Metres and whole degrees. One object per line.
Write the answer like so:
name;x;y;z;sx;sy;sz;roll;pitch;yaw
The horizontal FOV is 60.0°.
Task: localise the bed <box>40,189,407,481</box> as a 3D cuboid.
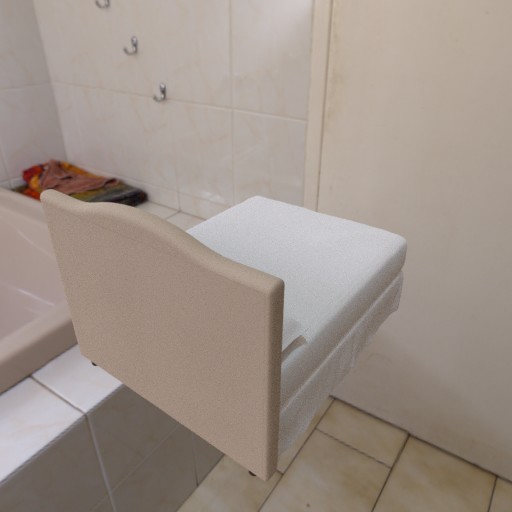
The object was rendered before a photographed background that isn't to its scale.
bed;0.000;0.000;3.168;1.678;1.398;2.052;20;36;31
